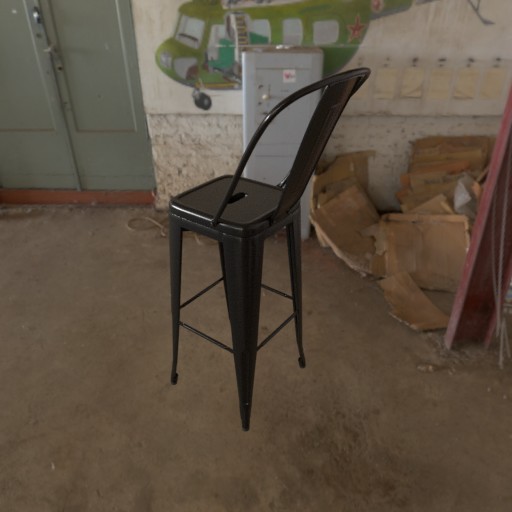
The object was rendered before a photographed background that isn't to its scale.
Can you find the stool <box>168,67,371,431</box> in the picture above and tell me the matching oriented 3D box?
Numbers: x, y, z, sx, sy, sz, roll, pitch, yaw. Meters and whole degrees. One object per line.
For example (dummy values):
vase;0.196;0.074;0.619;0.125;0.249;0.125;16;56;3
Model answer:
stool;0.000;0.000;1.347;0.513;1.096;0.399;21;37;31
